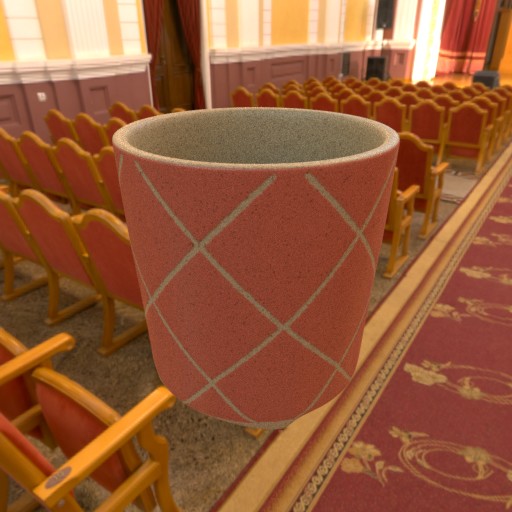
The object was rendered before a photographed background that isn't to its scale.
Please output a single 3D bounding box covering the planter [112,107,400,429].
[{"bbox_3d":[0.000,0.000,0.417,0.227,0.235,0.227,0,27,0],"label":"planter"}]
